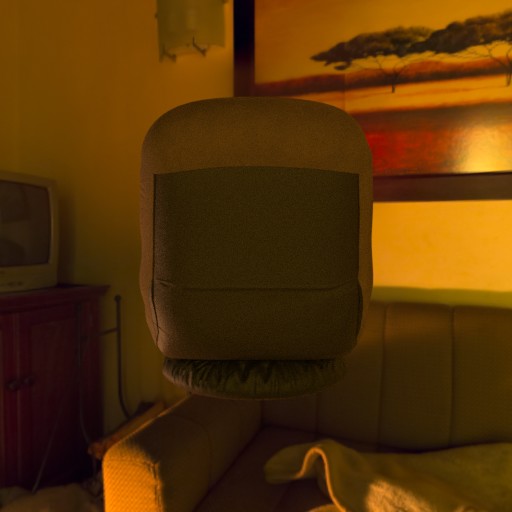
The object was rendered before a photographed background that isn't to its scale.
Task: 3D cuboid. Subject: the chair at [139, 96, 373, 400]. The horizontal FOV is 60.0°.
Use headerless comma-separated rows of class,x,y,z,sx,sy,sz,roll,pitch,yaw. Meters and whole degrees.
chair,0.000,0.000,1.060,0.521,0.594,0.597,0,1,0
